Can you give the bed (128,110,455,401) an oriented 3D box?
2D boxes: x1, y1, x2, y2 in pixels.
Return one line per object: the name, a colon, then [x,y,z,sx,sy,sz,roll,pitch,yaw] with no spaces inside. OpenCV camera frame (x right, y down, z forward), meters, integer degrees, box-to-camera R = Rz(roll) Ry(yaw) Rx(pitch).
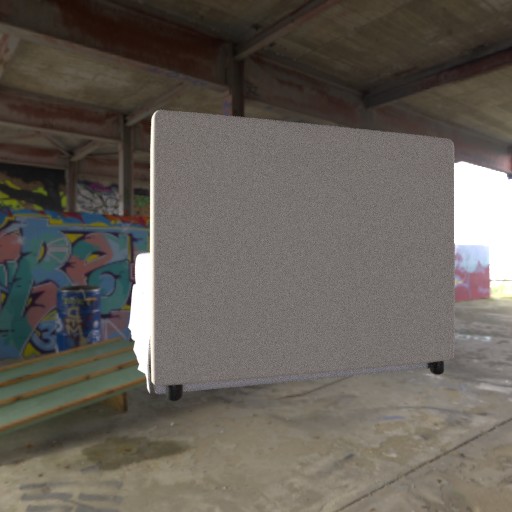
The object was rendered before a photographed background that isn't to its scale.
bed: [0.000,0.000,3.212,1.713,1.330,2.142,0,0,-18]
